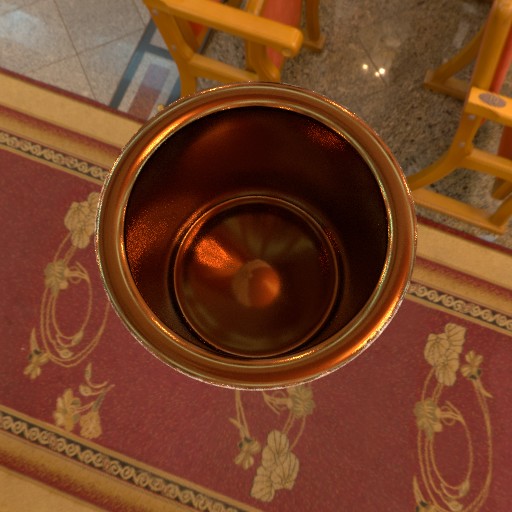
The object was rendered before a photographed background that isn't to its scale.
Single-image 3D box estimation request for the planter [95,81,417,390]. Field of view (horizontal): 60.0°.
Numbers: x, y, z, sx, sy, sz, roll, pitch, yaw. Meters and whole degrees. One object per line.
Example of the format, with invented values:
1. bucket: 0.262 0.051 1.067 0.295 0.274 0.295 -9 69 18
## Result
1. planter: 0.000 0.000 0.314 0.177 0.157 0.177 0 76 0
